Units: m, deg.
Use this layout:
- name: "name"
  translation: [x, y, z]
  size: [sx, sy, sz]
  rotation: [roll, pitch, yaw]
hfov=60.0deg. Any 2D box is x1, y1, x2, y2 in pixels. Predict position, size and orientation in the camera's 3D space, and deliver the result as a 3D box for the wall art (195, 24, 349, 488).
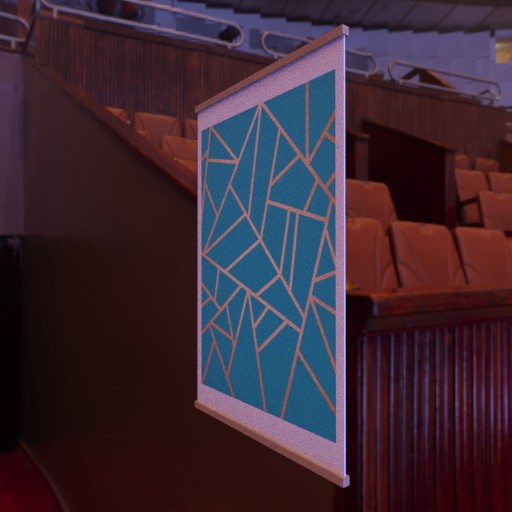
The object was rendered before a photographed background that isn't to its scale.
- name: "wall art"
  translation: [0.000, 0.000, 1.858]
  size: [0.030, 1.519, 0.990]
  rotation: [0, -1, -37]
